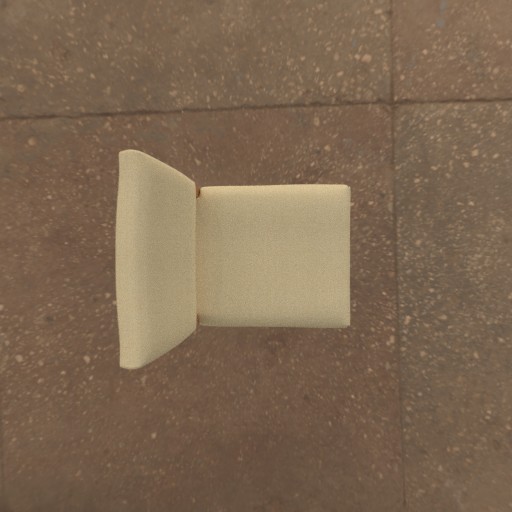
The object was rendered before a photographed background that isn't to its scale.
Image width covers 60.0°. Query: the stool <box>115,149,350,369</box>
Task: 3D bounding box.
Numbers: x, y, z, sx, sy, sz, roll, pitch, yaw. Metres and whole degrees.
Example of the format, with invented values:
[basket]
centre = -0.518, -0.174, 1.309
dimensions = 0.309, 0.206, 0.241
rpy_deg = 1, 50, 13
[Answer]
[stool]
centre = 0.000, 0.000, 1.457
dimensions = 0.584, 1.168, 0.445
rpy_deg = 0, 91, -1
